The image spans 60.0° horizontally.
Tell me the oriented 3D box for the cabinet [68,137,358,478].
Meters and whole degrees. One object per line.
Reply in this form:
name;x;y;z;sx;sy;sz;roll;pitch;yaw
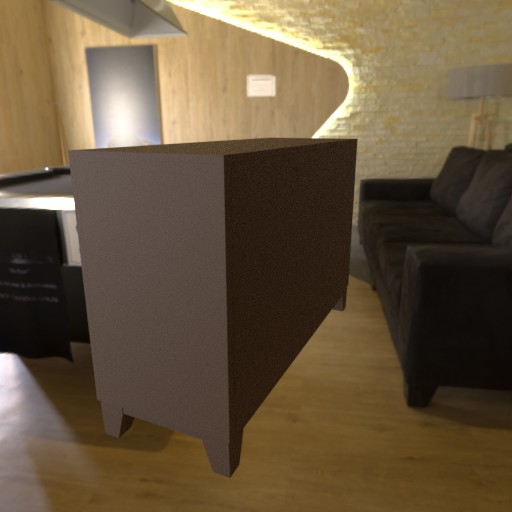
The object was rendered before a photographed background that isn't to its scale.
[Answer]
cabinet;0.000;0.000;1.845;0.482;0.914;1.396;7;18;24
